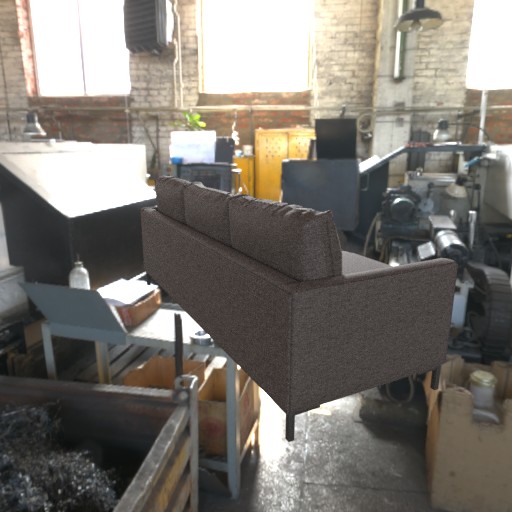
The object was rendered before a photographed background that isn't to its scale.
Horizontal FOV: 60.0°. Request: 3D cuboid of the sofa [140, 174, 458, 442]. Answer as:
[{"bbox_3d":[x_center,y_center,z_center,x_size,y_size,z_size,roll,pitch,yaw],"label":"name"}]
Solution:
[{"bbox_3d":[0.000,0.000,2.723,0.876,0.882,2.253,-7,16,-27],"label":"sofa"}]
